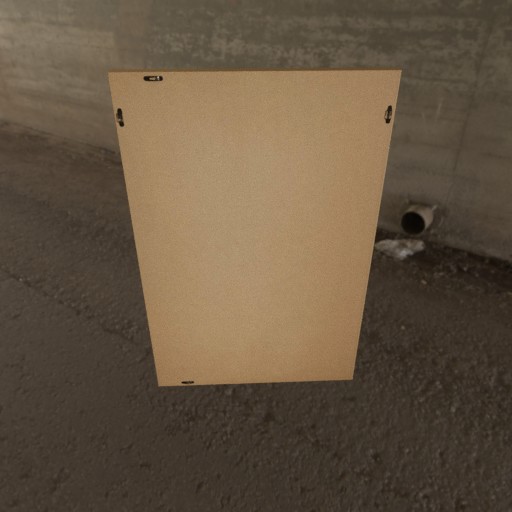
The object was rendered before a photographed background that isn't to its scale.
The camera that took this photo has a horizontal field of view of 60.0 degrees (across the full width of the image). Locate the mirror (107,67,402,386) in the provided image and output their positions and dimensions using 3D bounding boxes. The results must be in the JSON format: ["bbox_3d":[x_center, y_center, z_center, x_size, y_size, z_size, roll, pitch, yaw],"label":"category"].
[{"bbox_3d":[0.000,0.000,1.168,0.609,0.915,0.041,-1,31,-2],"label":"mirror"}]
